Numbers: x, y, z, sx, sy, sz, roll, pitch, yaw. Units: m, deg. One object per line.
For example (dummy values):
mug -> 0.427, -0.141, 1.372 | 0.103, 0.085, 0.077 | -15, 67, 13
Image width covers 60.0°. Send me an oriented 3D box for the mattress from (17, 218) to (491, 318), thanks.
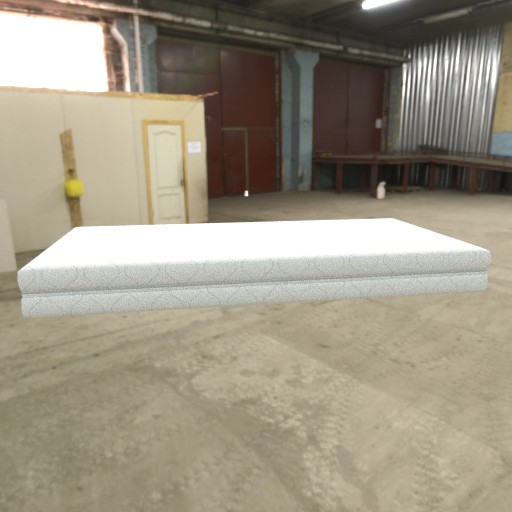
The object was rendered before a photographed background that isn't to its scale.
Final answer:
mattress -> 0.000, 0.000, 2.193 | 1.900, 0.200, 0.900 | -2, 14, -9
